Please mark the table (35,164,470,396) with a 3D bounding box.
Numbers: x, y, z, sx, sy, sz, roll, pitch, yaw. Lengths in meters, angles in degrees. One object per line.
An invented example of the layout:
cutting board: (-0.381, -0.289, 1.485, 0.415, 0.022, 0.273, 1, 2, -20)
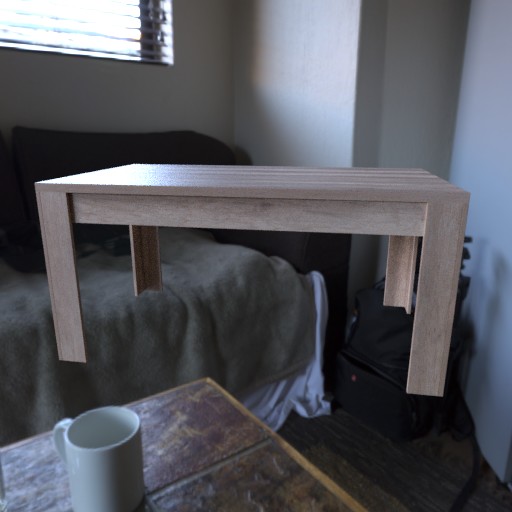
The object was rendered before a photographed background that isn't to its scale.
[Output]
table: (0.000, 0.000, 2.134, 1.600, 0.775, 0.900, 3, 17, 9)
